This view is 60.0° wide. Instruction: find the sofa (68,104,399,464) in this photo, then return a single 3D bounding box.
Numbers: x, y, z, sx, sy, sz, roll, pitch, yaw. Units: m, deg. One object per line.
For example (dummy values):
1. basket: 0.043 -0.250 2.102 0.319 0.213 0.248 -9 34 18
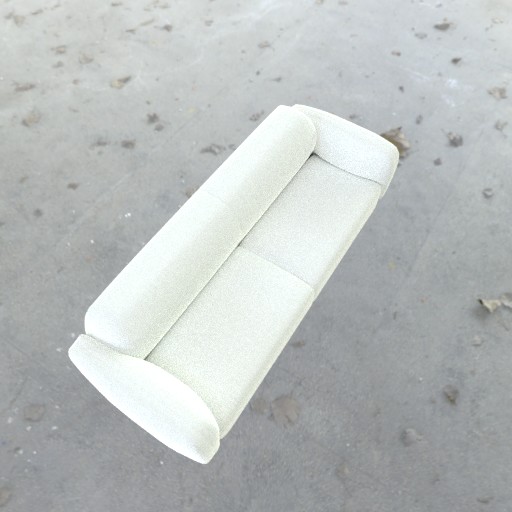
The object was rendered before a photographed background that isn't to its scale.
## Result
1. sofa: 0.000 0.000 2.709 0.870 0.780 2.280 29 62 17
